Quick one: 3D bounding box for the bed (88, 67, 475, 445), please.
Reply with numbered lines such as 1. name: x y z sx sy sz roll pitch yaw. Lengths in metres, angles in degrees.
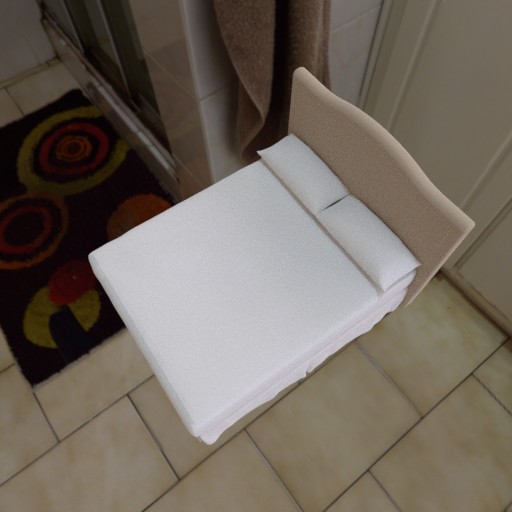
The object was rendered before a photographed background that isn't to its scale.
1. bed: 0.000 0.000 3.199 2.052 1.398 1.678 -32 67 -16
